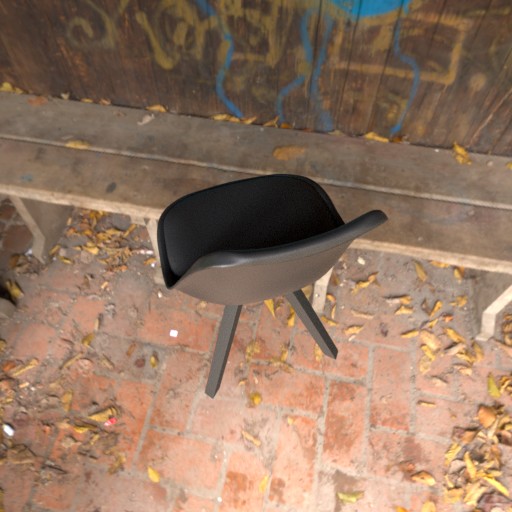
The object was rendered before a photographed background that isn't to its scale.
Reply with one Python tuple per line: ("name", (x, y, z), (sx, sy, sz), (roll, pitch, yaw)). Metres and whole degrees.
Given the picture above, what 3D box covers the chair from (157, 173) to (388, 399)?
("chair", (0.000, 0.000, 1.167), (0.485, 0.850, 0.530), (-15, 59, -9))
